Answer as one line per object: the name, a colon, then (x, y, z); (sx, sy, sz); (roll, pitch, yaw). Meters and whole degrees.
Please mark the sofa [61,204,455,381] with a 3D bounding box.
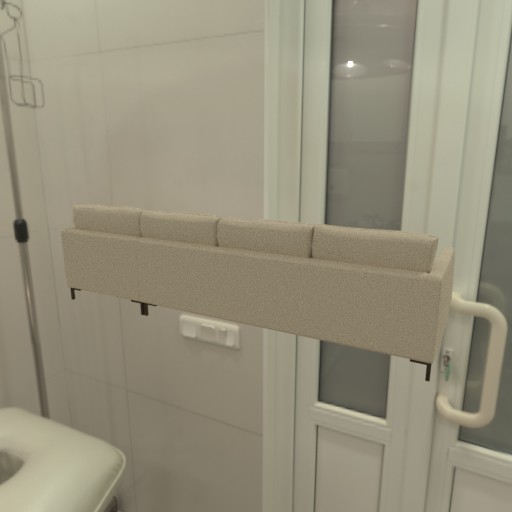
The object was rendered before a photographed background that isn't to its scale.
sofa: (0.000, 0.000, 3.301); (2.731, 0.755, 1.258); (7, 16, 27)
